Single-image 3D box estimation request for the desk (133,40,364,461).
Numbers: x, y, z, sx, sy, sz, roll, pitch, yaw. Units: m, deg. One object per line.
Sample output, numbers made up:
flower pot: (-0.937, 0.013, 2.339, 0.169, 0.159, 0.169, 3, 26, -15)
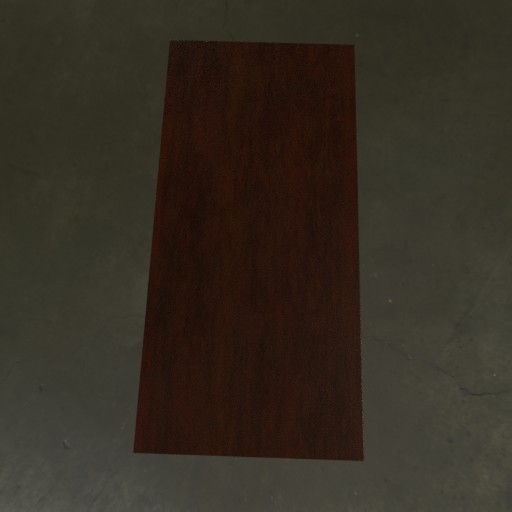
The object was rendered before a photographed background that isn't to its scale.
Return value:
desk: (0.000, 0.000, 1.688, 0.612, 0.758, 1.277, 2, 77, 0)
